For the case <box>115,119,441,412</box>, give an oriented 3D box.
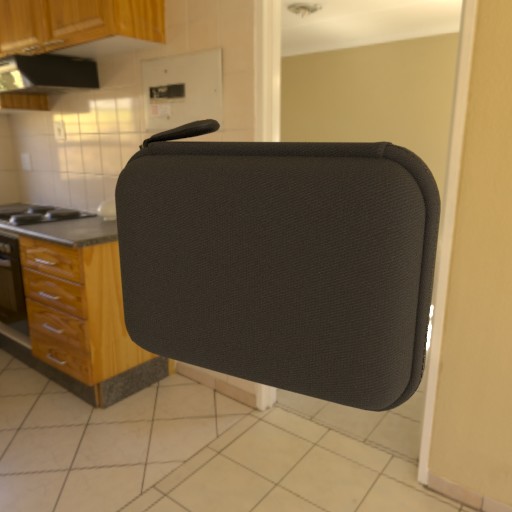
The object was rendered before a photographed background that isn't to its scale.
[{"bbox_3d":[0.000,0.000,0.176,0.132,0.105,0.038,7,16,27],"label":"case"}]
